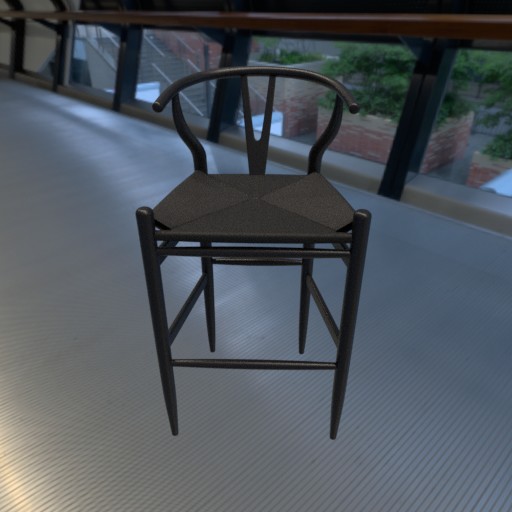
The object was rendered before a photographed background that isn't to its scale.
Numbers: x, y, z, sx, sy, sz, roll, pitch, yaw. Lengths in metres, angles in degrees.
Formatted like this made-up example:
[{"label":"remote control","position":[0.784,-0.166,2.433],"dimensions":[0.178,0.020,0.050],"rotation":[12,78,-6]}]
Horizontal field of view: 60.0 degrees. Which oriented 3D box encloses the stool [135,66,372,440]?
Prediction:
[{"label":"stool","position":[0.000,0.000,1.438],"dimensions":[0.569,1.072,0.579],"rotation":[1,30,1]}]
